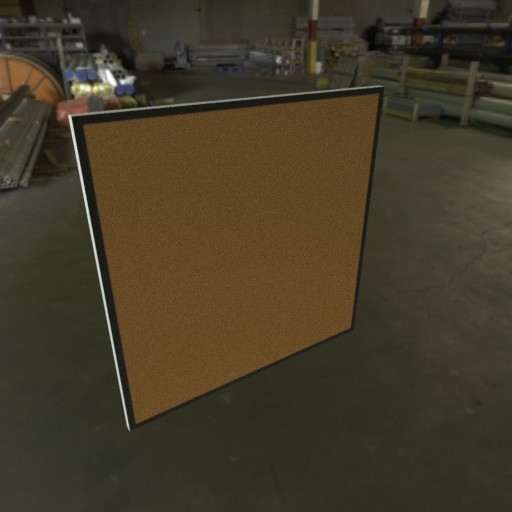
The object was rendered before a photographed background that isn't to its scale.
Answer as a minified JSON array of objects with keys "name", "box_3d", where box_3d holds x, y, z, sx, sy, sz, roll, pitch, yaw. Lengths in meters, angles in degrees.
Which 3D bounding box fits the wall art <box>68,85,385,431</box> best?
[{"name":"wall art","box_3d":[0.000,0.000,1.183,0.805,0.803,0.022,-17,32,-29]}]
